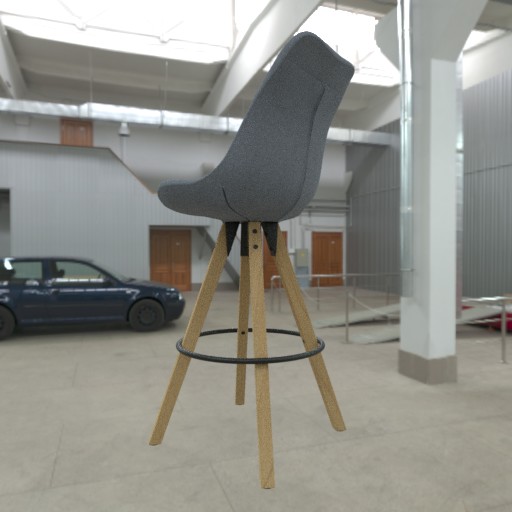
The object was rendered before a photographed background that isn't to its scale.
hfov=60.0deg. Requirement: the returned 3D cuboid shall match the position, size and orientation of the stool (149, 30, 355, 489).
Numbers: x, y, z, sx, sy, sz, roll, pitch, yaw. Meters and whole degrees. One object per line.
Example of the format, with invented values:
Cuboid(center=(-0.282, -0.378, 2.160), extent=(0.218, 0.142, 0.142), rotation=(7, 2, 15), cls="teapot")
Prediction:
Cuboid(center=(0.000, 0.000, 1.347), extent=(0.550, 1.115, 0.485), rotation=(1, 1, 36), cls="stool")
